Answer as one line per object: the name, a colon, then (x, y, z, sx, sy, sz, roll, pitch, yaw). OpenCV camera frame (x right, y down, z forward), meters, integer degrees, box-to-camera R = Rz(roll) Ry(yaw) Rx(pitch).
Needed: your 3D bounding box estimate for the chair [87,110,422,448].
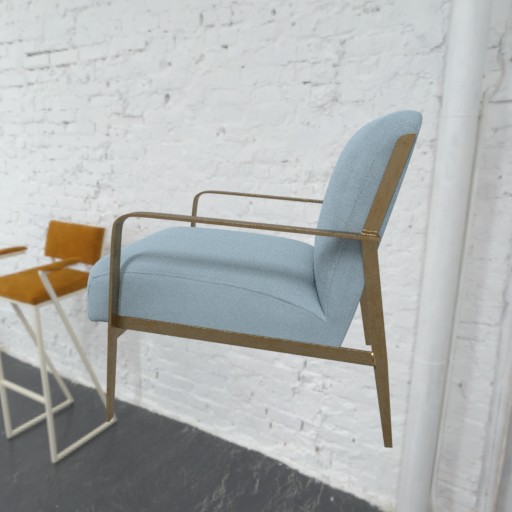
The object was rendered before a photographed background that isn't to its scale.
chair: (0.000, 0.000, 1.396, 0.842, 0.824, 0.701, 2, 13, 9)
